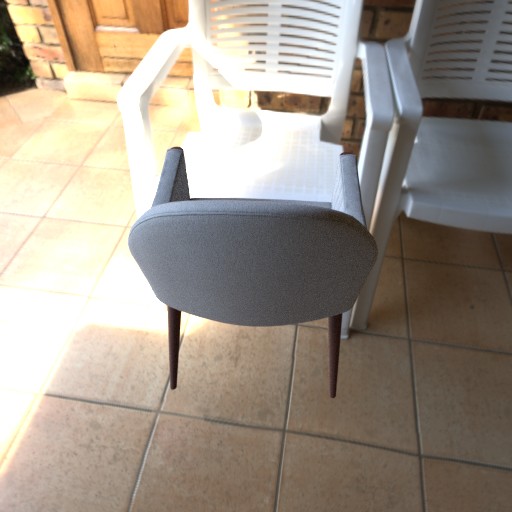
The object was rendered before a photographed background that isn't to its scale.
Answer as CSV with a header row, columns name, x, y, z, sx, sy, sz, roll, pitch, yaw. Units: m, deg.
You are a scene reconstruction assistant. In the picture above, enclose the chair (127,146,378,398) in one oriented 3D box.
name,x,y,z,sx,sy,sz,roll,pitch,yaw
chair,0.000,0.000,1.314,0.610,0.889,0.620,2,47,2
